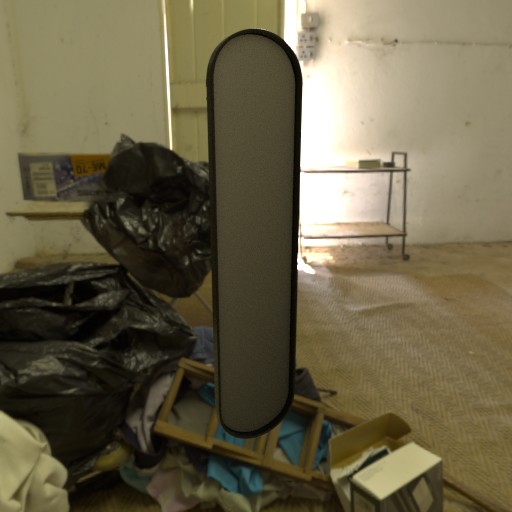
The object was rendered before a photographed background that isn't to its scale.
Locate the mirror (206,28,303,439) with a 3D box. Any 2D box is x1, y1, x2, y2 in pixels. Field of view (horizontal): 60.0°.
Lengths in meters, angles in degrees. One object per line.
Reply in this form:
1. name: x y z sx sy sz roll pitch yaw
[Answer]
1. mirror: 0.000 0.000 1.067 0.222 0.991 0.032 -8 17 -26
